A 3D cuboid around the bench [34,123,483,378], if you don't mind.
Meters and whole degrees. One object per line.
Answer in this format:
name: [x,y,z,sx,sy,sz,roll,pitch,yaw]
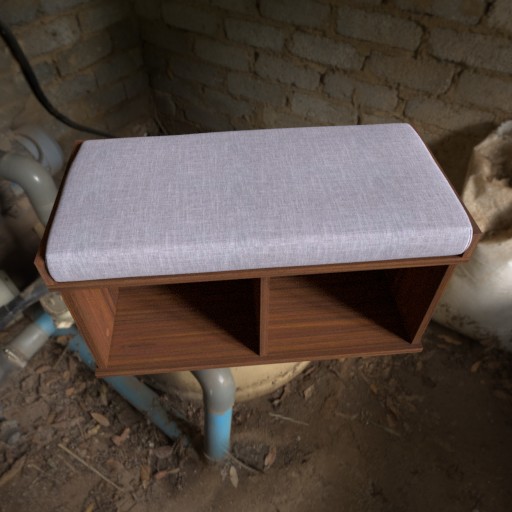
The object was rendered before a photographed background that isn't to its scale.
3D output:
bench: [0.000,0.000,0.984,0.734,0.461,0.362,-4,47,-3]
